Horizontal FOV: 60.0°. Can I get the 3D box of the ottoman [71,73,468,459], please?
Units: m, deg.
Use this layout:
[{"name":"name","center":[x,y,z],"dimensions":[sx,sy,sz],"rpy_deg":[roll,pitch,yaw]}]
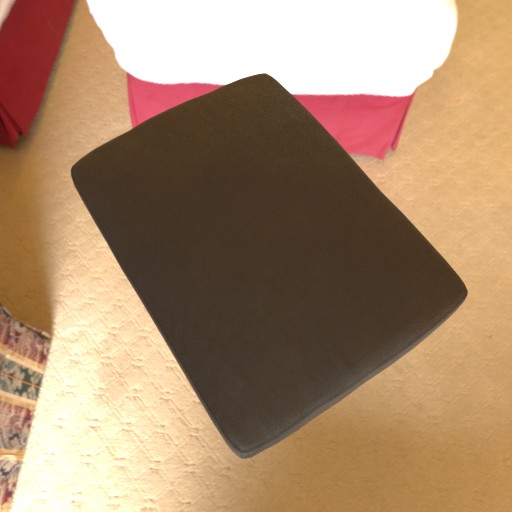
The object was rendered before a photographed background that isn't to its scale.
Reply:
[{"name":"ottoman","center":[0.000,0.000,1.252],"dimensions":[0.659,0.529,0.887],"rpy_deg":[-31,69,-14]}]
